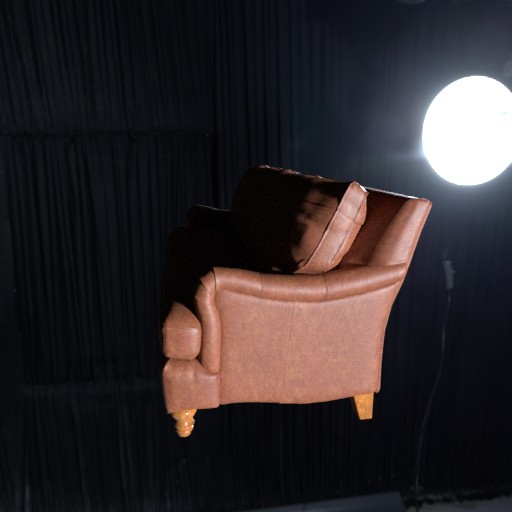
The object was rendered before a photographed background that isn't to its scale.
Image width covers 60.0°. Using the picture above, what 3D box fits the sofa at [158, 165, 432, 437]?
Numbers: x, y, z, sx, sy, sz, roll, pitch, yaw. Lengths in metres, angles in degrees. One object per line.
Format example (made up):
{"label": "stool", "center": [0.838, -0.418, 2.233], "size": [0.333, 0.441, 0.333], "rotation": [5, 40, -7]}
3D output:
{"label": "sofa", "center": [0.000, 0.000, 2.797], "size": [1.147, 1.071, 2.144], "rotation": [-2, 14, -9]}
